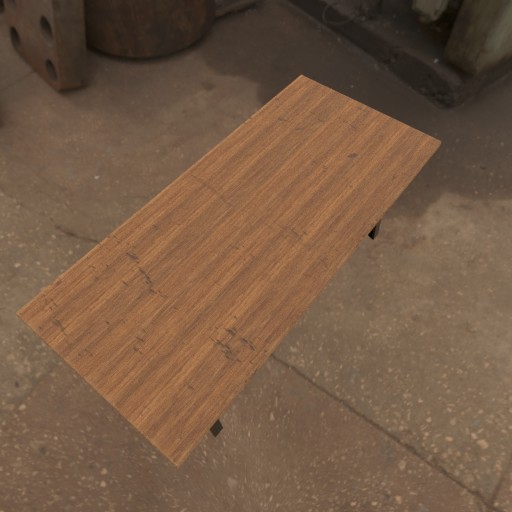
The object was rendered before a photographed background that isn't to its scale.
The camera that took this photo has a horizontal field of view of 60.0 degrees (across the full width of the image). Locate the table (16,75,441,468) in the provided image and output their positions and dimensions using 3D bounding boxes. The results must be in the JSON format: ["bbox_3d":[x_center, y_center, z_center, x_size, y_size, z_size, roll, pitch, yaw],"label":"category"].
[{"bbox_3d":[0.000,0.000,2.591,1.000,0.757,2.200,34,63,20],"label":"table"}]
